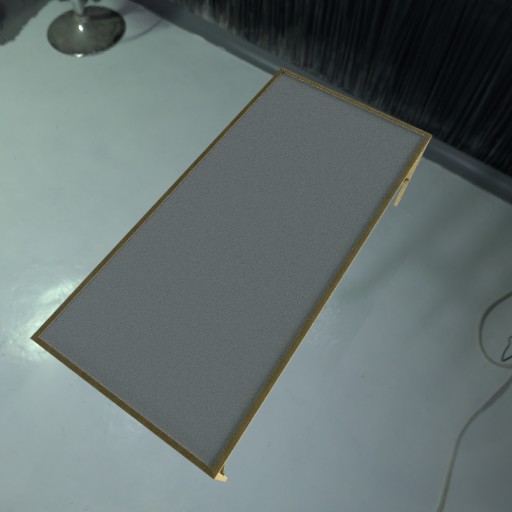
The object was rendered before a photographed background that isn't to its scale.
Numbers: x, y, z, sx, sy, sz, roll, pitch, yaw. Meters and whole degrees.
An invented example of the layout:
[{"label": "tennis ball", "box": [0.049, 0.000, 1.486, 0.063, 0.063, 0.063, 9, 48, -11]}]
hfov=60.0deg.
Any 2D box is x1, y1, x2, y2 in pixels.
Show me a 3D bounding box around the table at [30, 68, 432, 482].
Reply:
[{"label": "table", "box": [0.000, 0.000, 1.463, 0.580, 0.398, 1.206, 30, 66, 15]}]
